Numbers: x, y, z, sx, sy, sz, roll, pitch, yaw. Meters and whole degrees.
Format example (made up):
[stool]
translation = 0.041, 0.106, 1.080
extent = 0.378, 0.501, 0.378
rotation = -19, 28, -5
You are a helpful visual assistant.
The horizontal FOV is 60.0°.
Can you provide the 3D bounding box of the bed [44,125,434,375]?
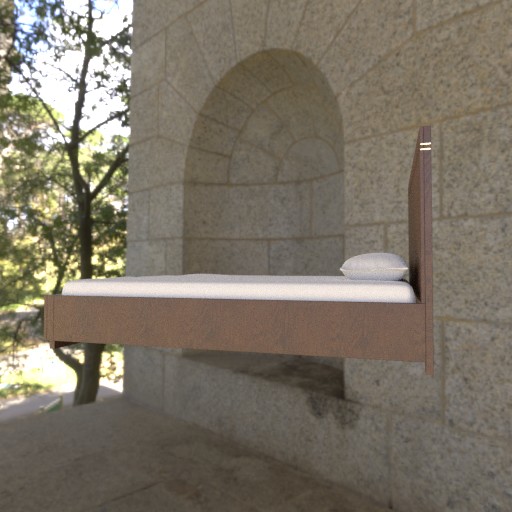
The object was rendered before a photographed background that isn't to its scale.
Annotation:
[bed]
translation = 0.000, 0.000, 3.169
extent = 2.221, 1.169, 1.613
rotation = 0, -2, 17
